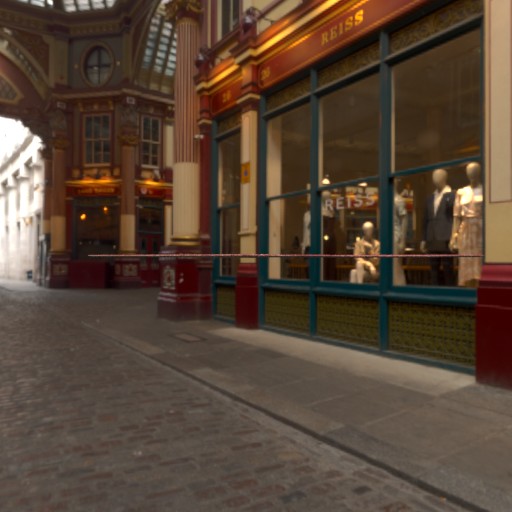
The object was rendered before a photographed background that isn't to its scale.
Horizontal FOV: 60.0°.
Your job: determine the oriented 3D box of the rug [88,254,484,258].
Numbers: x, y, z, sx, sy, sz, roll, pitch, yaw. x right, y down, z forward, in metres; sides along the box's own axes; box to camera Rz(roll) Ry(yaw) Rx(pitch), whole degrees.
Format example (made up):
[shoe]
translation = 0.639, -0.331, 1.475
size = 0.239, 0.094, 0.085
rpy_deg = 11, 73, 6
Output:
[rug]
translation = 0.000, 0.000, 5.235
size = 2.803, 0.025, 3.965
rpy_deg = 0, 0, -36
